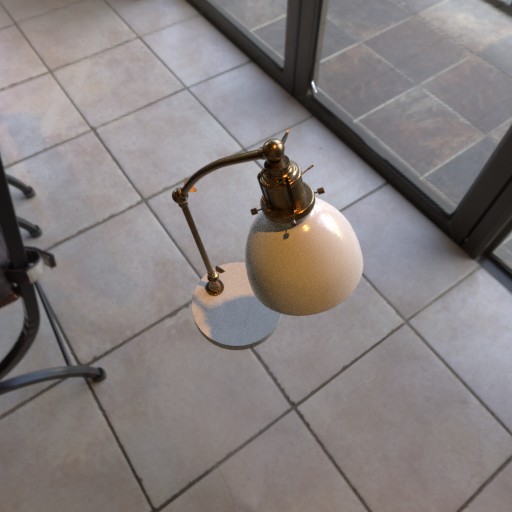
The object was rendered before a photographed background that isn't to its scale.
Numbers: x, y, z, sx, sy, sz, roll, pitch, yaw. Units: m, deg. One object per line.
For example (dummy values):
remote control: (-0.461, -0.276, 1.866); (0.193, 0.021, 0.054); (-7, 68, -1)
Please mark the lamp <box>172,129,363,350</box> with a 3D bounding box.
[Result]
lamp: (0.000, 0.000, 0.683); (0.317, 0.522, 0.186); (32, 65, 17)
